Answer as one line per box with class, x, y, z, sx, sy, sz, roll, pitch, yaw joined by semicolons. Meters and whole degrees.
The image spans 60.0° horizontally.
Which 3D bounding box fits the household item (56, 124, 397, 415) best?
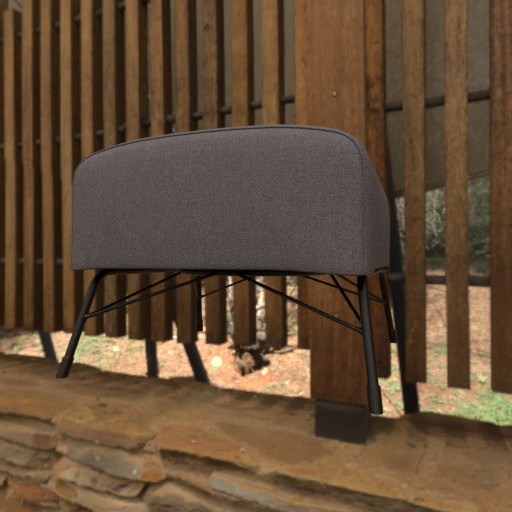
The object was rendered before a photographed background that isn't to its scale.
household item;0.000;0.000;0.902;0.530;0.410;0.530;0;0;20
